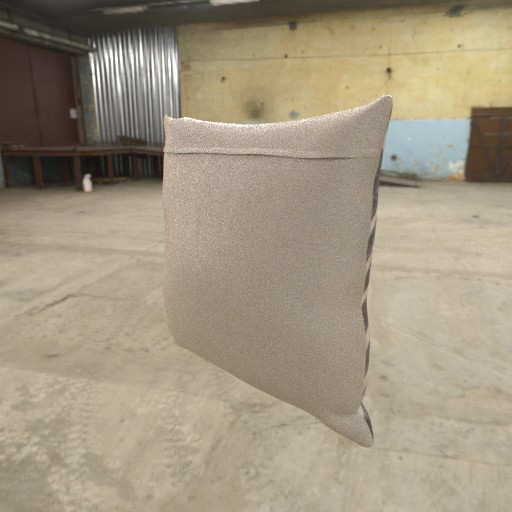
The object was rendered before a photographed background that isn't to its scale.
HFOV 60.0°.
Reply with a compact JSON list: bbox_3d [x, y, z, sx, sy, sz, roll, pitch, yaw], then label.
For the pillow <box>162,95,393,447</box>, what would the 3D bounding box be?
[{"bbox_3d":[0.000,0.000,0.679,0.440,0.441,0.182,14,20,42],"label":"pillow"}]
